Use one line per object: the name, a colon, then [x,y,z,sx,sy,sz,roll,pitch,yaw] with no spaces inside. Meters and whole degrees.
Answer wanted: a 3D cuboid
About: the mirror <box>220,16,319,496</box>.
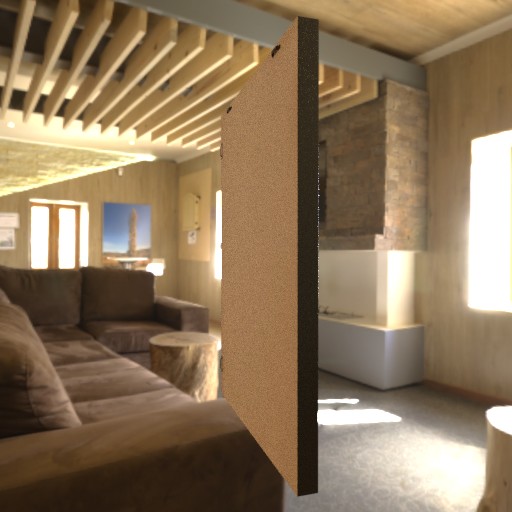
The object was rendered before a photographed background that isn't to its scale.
mirror: [0.000,0.000,0.901,0.039,0.710,0.507,0,1,-17]
